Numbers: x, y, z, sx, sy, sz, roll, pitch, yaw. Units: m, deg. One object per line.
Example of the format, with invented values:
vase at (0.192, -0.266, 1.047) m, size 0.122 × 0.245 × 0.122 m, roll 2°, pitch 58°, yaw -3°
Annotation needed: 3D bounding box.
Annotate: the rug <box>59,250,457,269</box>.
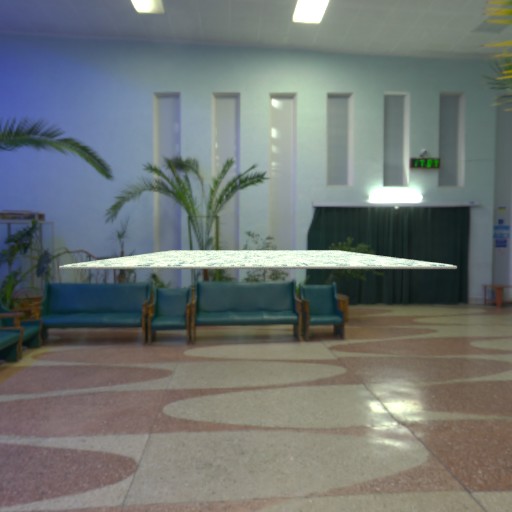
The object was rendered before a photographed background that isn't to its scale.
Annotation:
rug at (0.000, 0.000, 3.387) m, size 1.819 × 0.018 × 2.746 m, roll 0°, pitch 2°, yaw 0°
